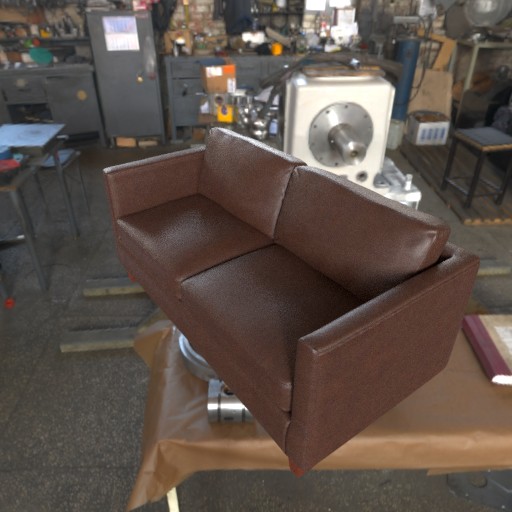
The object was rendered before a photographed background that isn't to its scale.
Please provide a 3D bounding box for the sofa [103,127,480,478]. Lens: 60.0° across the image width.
[{"bbox_3d":[0.000,0.000,2.354,0.951,0.933,1.883,-22,38,-30],"label":"sofa"}]
